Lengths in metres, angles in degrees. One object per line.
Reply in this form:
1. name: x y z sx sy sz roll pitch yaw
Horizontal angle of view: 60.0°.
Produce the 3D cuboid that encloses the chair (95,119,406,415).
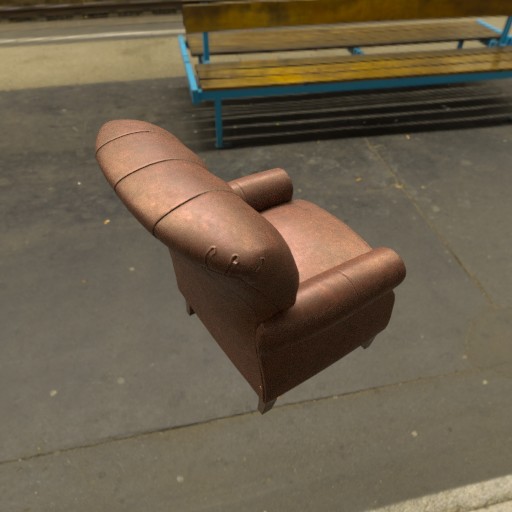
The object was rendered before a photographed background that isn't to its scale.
1. chair: 0.000 0.000 1.915 1.031 1.162 0.979 -24 48 -24
